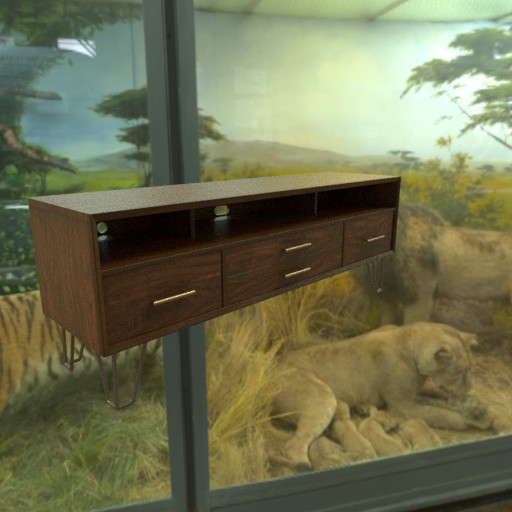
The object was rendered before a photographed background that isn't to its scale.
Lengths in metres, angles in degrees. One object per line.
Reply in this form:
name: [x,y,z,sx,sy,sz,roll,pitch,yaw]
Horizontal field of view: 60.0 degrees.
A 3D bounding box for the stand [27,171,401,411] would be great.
stand: [0.000,0.000,1.913,1.626,0.610,0.481,-14,21,-43]
